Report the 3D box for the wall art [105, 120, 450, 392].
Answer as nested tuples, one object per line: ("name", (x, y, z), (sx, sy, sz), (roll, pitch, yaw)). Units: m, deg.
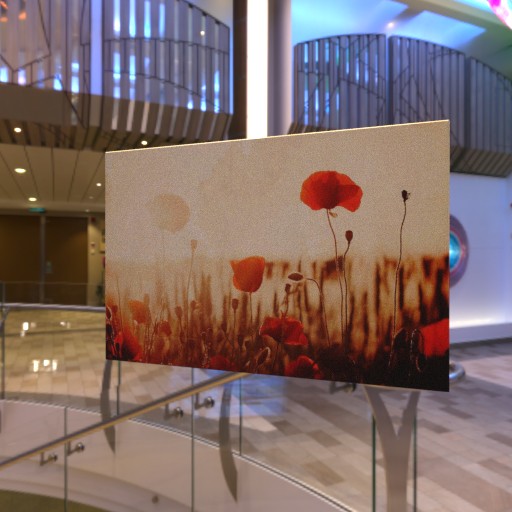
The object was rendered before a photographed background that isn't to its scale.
("wall art", (0.000, 0.000, 1.147), (0.918, 0.602, 0.038), (0, 0, 20))
